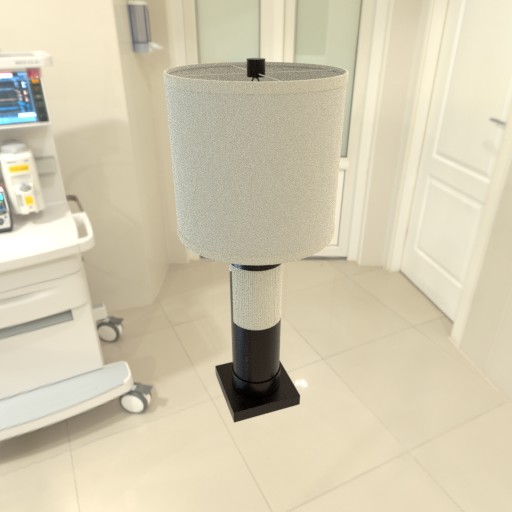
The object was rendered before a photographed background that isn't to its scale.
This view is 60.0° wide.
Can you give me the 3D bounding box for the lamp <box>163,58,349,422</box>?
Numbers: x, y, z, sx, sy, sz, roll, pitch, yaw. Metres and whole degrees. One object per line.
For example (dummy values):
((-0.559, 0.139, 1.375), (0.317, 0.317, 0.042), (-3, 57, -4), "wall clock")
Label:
((0.000, 0.000, 0.624), (0.211, 0.509, 0.211), (-10, 30, -17), "lamp")
